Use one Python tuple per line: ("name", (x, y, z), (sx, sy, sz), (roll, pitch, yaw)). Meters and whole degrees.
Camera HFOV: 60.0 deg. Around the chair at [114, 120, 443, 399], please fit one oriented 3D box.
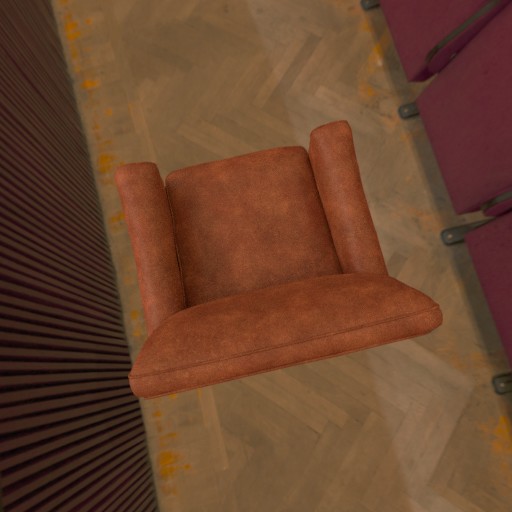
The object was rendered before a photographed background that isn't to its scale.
("chair", (0.000, 0.000, 1.648), (0.870, 0.943, 0.823), (-12, 76, -3))
